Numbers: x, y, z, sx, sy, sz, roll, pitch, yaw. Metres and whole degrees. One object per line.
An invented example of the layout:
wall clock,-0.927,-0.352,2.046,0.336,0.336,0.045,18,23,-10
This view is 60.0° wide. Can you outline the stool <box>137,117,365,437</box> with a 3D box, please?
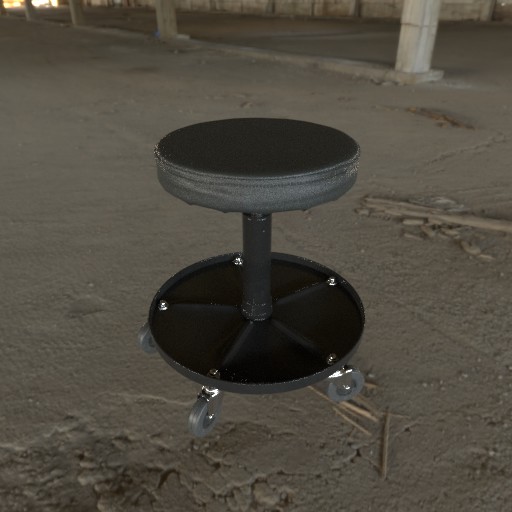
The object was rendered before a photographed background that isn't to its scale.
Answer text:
stool,0.000,0.000,0.689,0.381,0.365,0.382,-21,36,-31
